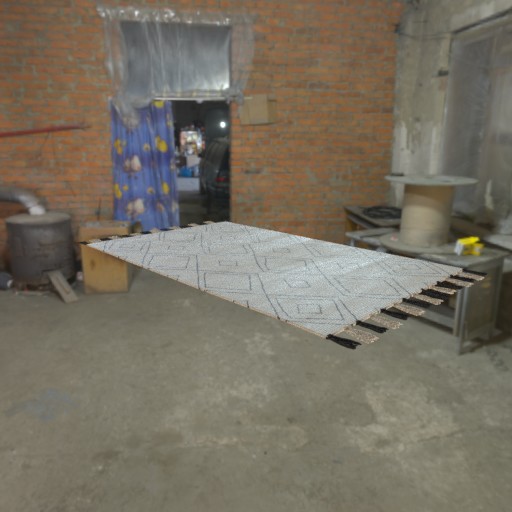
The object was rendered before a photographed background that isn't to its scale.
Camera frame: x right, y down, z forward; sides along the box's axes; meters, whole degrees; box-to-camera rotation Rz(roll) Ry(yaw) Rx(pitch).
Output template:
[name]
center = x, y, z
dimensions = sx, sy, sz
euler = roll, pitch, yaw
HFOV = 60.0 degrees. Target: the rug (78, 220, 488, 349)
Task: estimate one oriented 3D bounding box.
[rug]
center = 0.000, 0.000, 3.276
dimensions = 1.524, 0.021, 2.755
euler = -14, 20, -42
